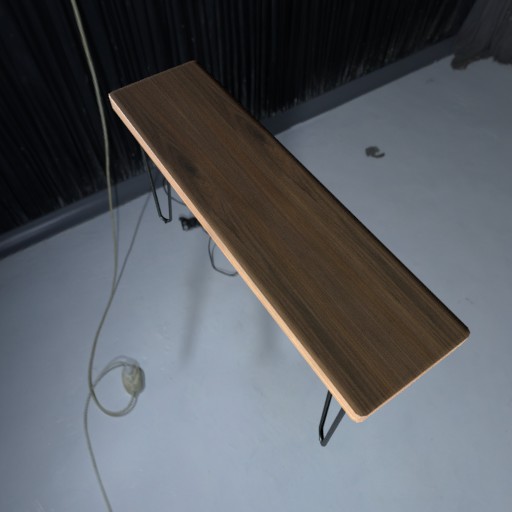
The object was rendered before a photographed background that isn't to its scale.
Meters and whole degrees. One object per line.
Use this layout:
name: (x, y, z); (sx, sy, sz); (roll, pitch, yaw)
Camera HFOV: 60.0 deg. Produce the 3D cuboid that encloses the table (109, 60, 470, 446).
table: (0.000, 0.000, 1.889); (0.425, 0.834, 1.570); (-30, 62, -18)
